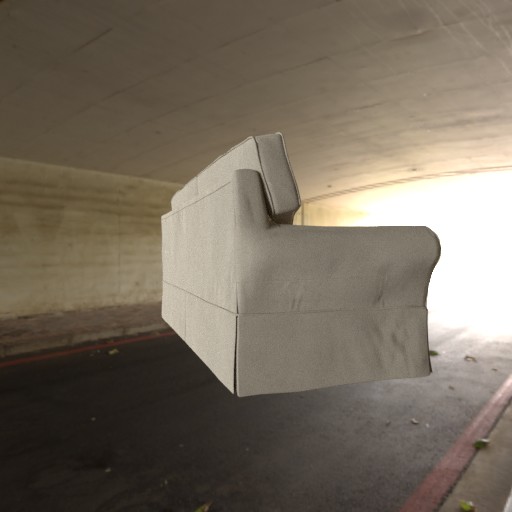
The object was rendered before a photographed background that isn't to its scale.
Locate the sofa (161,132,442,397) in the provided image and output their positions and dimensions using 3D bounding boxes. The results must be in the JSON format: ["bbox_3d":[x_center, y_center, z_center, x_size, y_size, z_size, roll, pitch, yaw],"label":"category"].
[{"bbox_3d":[0.000,0.000,2.733,0.900,1.014,2.246,0,0,-19],"label":"sofa"}]
